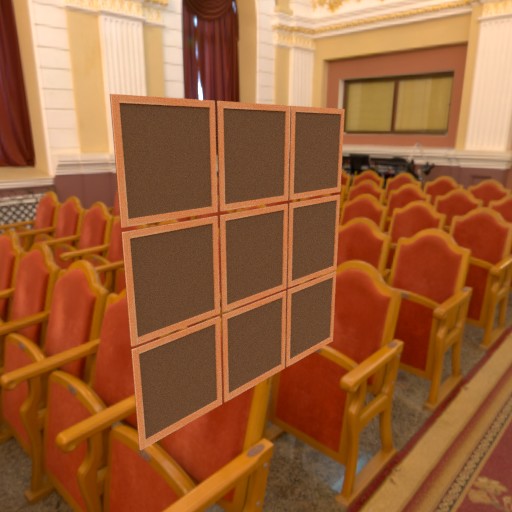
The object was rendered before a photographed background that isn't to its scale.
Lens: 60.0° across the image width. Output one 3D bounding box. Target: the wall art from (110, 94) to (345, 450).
[{"bbox_3d":[0.000,0.000,2.338,0.013,1.525,1.520,14,21,42],"label":"wall art"}]
